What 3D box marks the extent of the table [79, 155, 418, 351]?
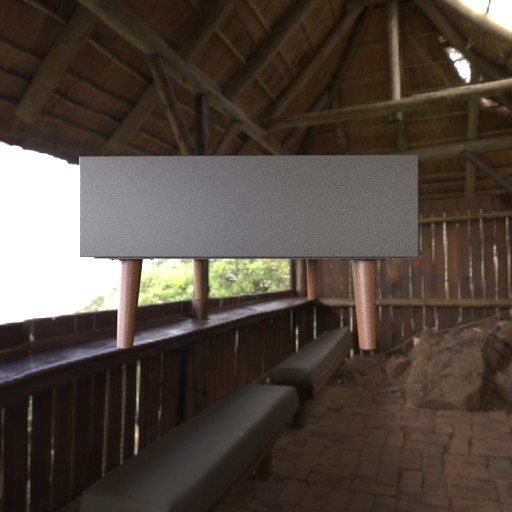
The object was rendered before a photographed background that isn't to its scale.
[{"bbox_3d":[0.000,0.000,1.500,0.703,0.404,1.201,0,0,1],"label":"table"}]
